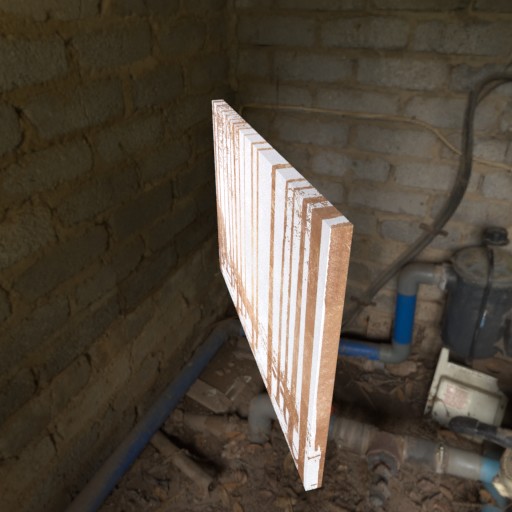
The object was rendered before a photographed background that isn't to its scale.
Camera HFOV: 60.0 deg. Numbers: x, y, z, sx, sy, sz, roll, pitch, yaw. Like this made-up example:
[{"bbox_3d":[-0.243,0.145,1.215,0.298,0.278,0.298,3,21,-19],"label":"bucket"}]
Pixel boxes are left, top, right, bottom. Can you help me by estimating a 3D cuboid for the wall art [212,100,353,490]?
[{"bbox_3d":[0.000,0.000,1.151,0.035,0.609,0.914,-8,31,-13],"label":"wall art"}]
